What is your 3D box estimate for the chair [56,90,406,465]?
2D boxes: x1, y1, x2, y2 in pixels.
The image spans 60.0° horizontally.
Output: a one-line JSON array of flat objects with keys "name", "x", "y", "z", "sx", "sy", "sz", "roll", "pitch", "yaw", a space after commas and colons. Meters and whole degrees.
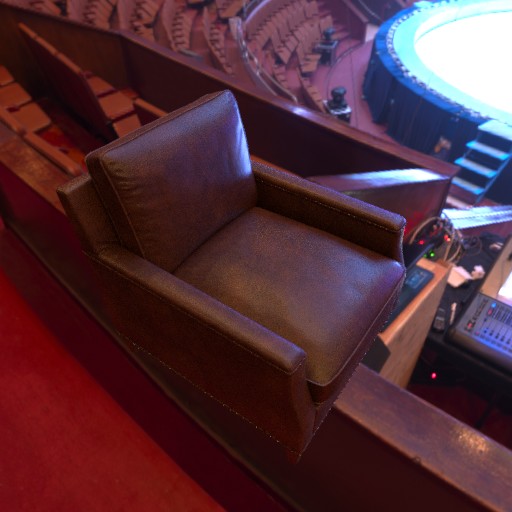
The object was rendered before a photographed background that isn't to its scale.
[{"name": "chair", "x": 0.000, "y": 0.000, "z": 1.697, "sx": 1.014, "sy": 0.929, "sz": 0.853, "roll": 25, "pitch": 48, "yaw": 26}]
